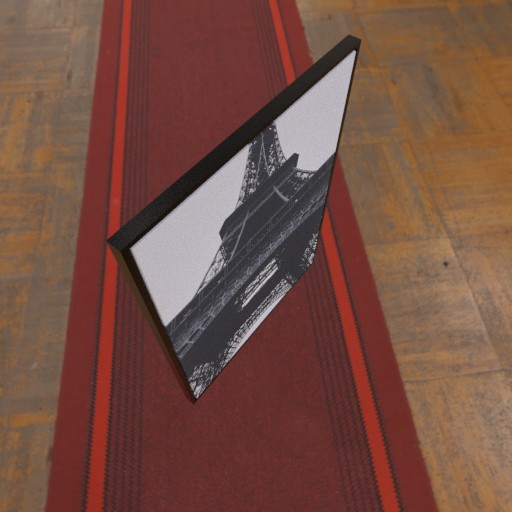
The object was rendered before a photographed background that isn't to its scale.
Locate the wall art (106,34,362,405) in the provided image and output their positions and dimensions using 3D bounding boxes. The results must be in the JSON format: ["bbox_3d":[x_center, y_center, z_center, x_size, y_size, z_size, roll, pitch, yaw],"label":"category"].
[{"bbox_3d":[0.000,0.000,1.394,0.040,1.062,0.805,34,64,19],"label":"wall art"}]
